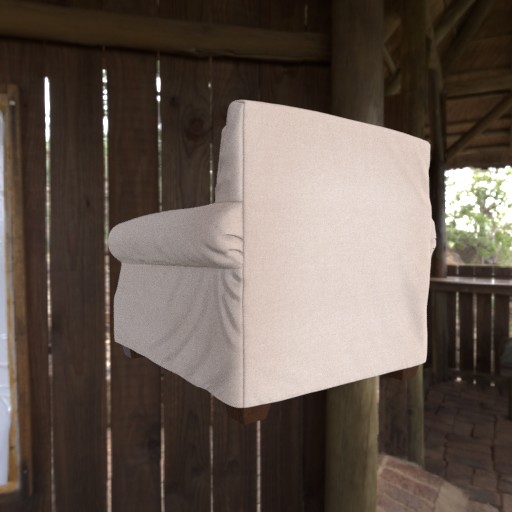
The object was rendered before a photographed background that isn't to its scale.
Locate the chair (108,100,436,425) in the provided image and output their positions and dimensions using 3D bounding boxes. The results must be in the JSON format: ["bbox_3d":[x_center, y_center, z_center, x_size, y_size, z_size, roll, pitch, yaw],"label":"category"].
[{"bbox_3d":[0.000,0.000,1.752,0.940,0.866,1.066,-1,2,-35],"label":"chair"}]
